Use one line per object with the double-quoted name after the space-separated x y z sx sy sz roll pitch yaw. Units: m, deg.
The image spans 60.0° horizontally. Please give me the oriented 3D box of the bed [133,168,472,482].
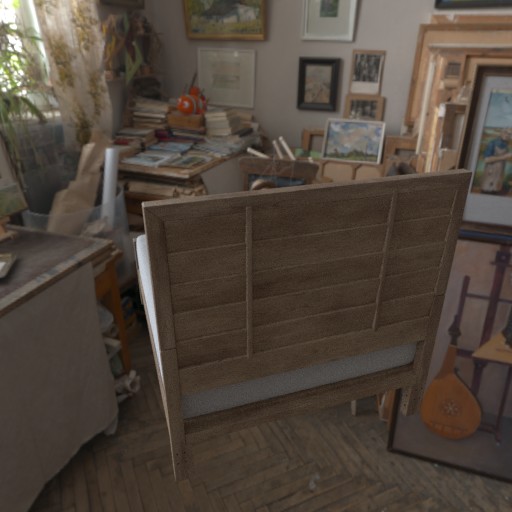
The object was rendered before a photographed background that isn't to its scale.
0.000 0.000 3.201 1.615 1.631 2.017 -8 28 -16 "bed"
